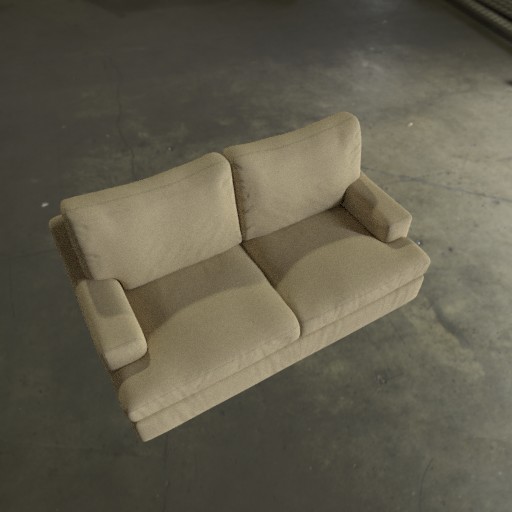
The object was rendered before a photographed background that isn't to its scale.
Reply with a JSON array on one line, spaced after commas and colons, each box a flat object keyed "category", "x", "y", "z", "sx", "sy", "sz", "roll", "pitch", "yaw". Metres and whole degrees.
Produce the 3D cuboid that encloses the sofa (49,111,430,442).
[{"category": "sofa", "x": 0.000, "y": 0.000, "z": 2.455, "sx": 1.885, "sy": 0.967, "sz": 0.962, "roll": -23, "pitch": 51, "yaw": -20}]
